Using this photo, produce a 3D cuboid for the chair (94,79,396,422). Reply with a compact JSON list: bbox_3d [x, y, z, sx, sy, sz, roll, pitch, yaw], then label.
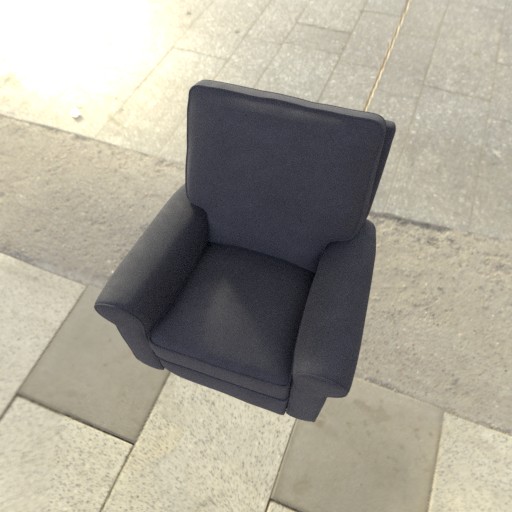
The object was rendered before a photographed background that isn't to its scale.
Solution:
[{"bbox_3d":[0.000,0.000,1.670,0.890,0.961,0.878,16,59,10],"label":"chair"}]
